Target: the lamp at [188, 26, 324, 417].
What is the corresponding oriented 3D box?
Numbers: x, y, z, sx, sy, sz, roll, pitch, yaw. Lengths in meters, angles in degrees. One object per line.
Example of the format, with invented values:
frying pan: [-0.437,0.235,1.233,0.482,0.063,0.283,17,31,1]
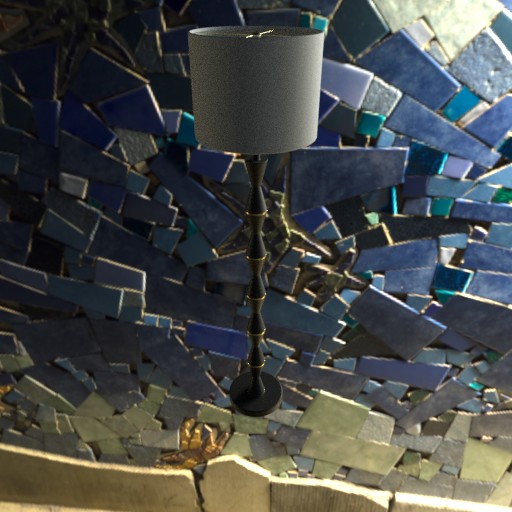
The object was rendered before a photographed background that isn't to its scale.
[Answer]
lamp: [0.000,0.000,1.629,0.381,1.480,0.381,11,33,17]
